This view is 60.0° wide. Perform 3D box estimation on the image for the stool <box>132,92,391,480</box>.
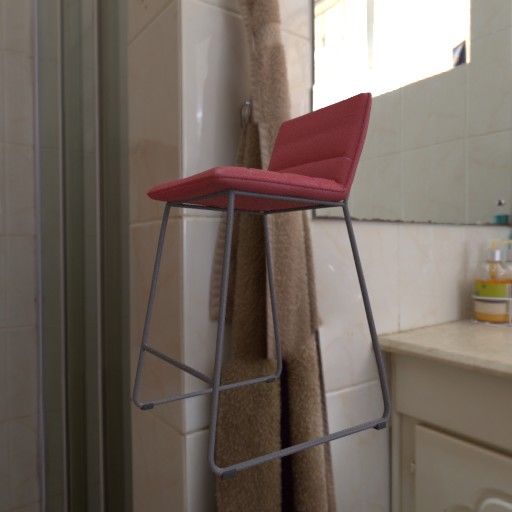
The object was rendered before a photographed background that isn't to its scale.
[{"bbox_3d":[0.000,0.000,1.182,0.524,0.866,0.489,-1,1,-34],"label":"stool"}]
